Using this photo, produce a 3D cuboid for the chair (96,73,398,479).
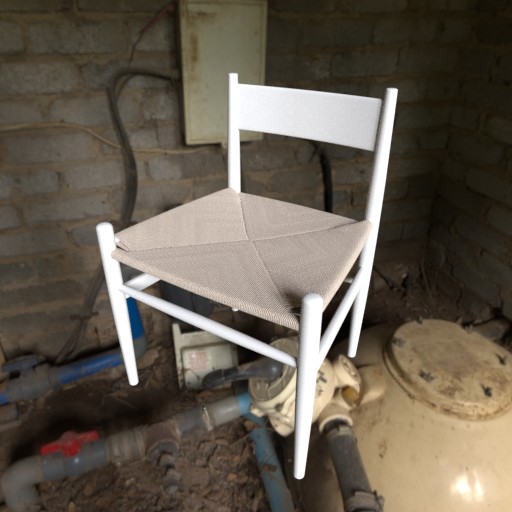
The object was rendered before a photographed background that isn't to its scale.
[{"bbox_3d":[0.000,0.000,1.097,0.556,0.762,0.495,18,35,28],"label":"chair"}]
